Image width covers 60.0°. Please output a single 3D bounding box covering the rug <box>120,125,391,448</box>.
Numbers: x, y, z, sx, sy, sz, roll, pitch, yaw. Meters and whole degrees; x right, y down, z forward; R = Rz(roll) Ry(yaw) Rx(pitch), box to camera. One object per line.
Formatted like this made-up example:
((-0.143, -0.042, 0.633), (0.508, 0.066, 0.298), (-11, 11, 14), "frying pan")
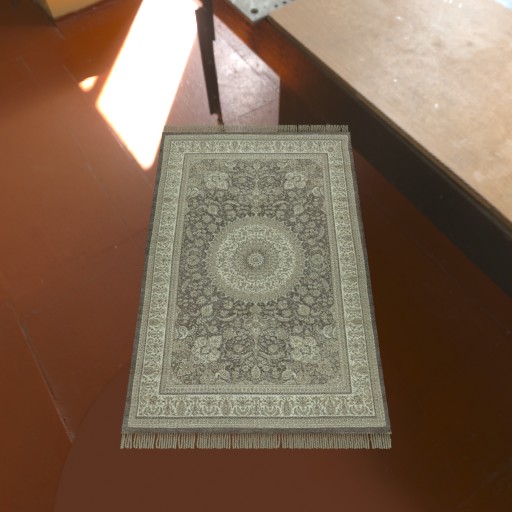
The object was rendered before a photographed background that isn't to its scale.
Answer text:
((0.000, 0.000, 4.273), (2.143, 0.015, 3.422), (0, 61, 0), "rug")
